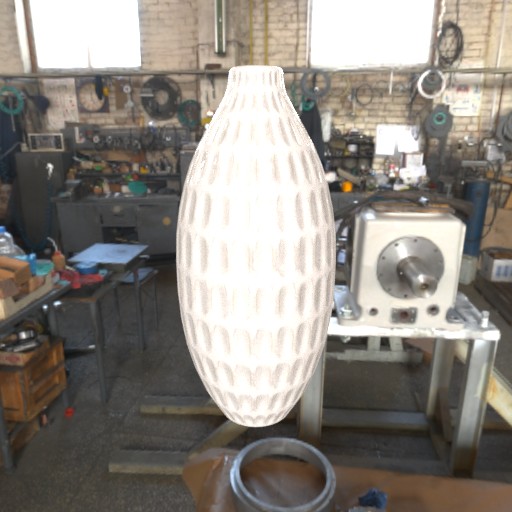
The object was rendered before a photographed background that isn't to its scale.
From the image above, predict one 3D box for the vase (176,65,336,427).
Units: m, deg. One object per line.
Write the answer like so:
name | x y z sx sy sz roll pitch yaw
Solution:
vase | 0.000 0.000 0.359 0.127 0.282 0.127 0 17 0
